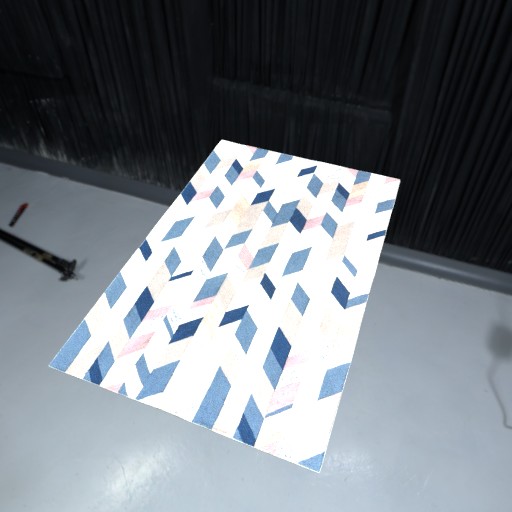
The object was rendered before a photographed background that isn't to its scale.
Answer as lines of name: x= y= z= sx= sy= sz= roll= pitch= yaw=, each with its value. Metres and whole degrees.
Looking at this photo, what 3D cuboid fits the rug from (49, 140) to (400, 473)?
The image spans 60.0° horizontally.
rug: x=0.000 y=0.000 z=2.303 sx=1.202 sy=0.006 sz=1.813 roll=16 pitch=50 yaw=14
